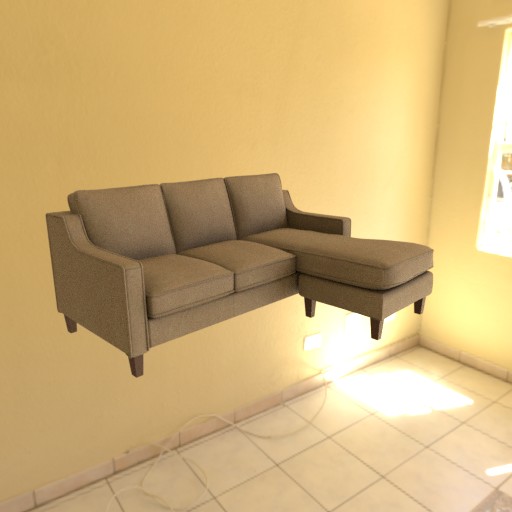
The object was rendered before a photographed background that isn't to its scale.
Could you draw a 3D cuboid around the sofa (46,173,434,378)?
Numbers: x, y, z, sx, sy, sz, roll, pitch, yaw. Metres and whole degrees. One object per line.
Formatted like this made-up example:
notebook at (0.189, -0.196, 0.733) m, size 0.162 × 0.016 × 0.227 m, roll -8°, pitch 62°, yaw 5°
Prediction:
sofa at (0.000, 0.000, 3.347) m, size 1.858 × 1.081 × 2.317 m, roll 14°, pitch 20°, yaw 43°
